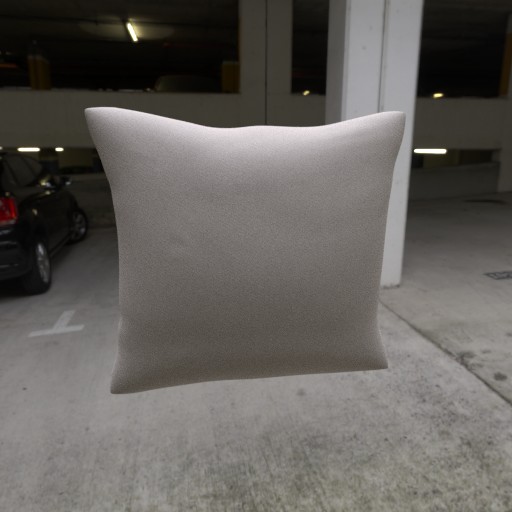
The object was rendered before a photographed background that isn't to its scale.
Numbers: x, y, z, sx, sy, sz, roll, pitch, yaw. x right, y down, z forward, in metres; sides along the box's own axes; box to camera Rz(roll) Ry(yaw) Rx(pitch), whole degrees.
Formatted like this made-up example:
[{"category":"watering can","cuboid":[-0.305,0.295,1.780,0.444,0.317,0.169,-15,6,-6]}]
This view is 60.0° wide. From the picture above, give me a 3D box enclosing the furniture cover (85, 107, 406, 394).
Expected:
[{"category":"furniture cover","cuboid":[0.000,0.000,0.807,0.552,0.509,0.193,-2,14,-9]}]
